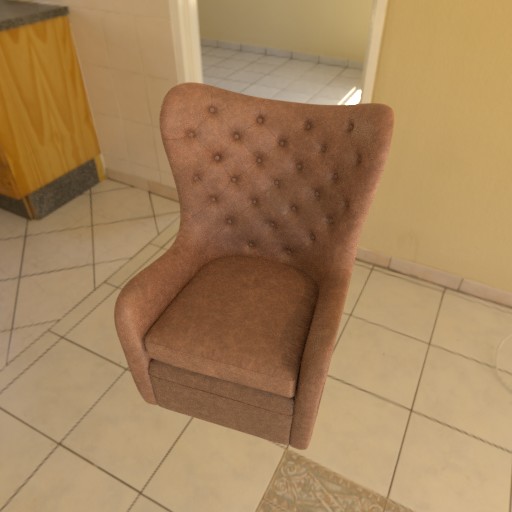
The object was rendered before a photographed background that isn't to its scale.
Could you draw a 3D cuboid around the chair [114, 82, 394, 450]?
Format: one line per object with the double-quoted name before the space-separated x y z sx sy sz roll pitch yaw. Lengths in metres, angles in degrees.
"chair" 0.000 0.000 1.738 0.831 1.079 0.930 12 41 14
